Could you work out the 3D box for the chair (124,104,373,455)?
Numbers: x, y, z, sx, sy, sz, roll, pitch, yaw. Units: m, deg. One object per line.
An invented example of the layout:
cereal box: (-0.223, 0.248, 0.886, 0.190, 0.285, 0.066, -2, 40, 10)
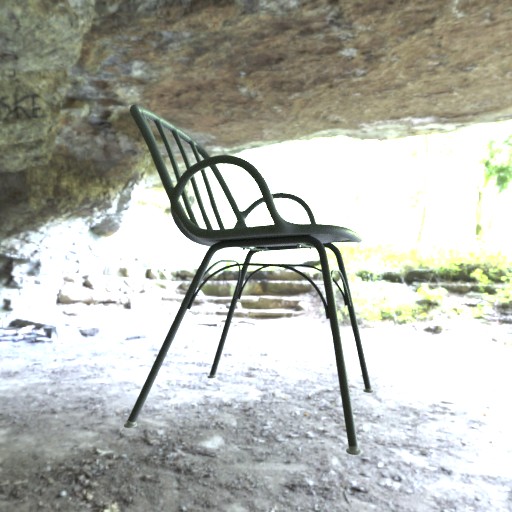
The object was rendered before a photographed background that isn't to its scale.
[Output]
chair: (0.000, 0.000, 1.220, 0.597, 0.816, 0.549, 0, -1, 18)
